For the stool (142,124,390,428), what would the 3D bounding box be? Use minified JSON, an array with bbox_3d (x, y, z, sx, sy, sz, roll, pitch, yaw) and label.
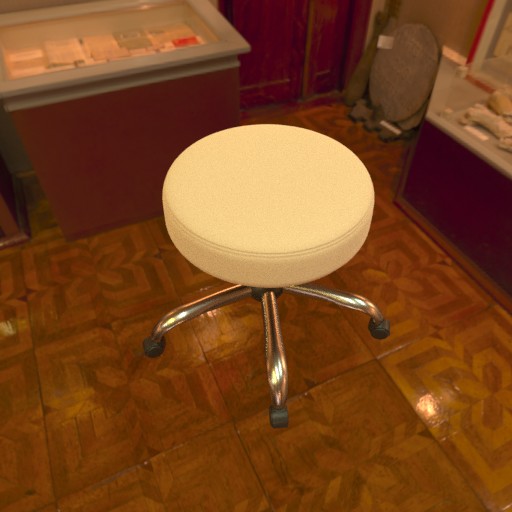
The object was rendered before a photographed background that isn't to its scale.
[{"bbox_3d":[0.000,0.000,1.040,0.614,0.482,0.634,-17,49,-16],"label":"stool"}]
